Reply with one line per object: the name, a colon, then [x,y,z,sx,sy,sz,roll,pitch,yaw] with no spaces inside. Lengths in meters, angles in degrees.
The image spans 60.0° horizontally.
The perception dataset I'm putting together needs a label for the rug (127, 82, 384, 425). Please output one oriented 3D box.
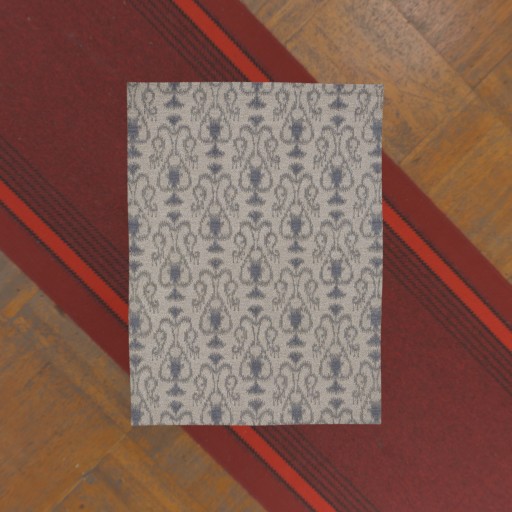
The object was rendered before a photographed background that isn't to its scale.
rug: [0.000,0.000,2.921,1.676,0.013,2.261,0,92,-1]
